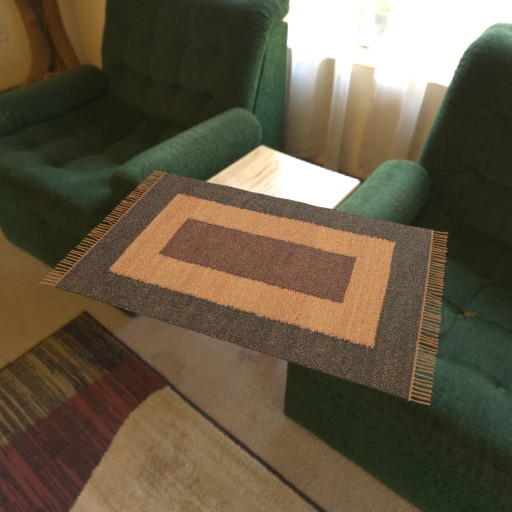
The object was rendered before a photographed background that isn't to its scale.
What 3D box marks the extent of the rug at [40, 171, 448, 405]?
[{"bbox_3d":[0.000,0.000,1.907,1.541,0.013,0.920,14,44,15],"label":"rug"}]
